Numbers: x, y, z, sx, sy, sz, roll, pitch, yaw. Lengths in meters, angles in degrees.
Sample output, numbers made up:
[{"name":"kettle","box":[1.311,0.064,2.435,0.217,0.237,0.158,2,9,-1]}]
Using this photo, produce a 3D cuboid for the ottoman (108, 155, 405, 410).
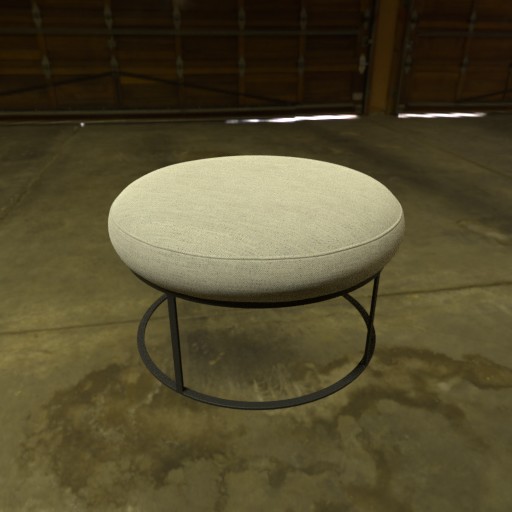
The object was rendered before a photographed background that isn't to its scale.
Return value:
[{"name":"ottoman","box":[0.000,0.000,1.253,0.769,0.459,0.769,0,26,0]}]
